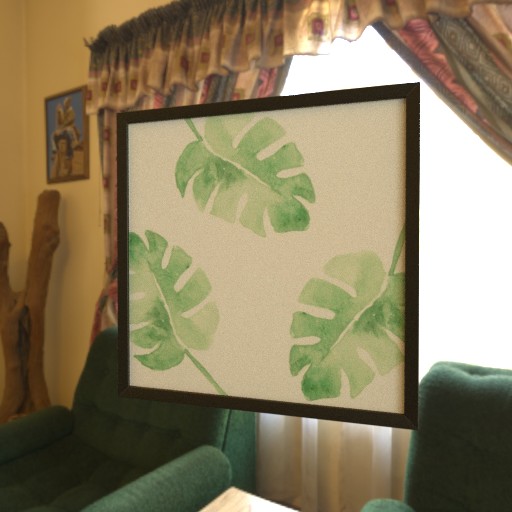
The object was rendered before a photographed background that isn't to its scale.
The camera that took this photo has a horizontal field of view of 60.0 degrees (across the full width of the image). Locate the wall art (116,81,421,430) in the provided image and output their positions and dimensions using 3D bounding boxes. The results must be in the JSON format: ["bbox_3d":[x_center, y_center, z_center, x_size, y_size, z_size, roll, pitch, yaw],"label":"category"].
[{"bbox_3d":[0.000,0.000,0.734,0.508,0.508,0.036,0,1,17],"label":"wall art"}]
